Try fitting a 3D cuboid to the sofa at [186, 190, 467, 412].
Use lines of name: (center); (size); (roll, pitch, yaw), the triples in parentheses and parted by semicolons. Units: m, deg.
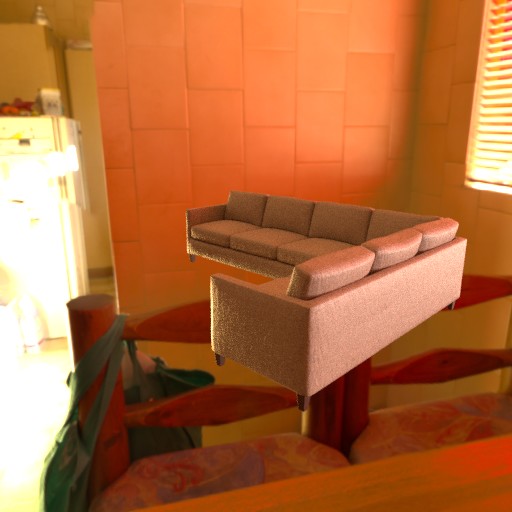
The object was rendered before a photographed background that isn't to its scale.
sofa: (0.000, 0.000, 4.597); (3.333, 0.934, 2.522); (15, 22, 43)
